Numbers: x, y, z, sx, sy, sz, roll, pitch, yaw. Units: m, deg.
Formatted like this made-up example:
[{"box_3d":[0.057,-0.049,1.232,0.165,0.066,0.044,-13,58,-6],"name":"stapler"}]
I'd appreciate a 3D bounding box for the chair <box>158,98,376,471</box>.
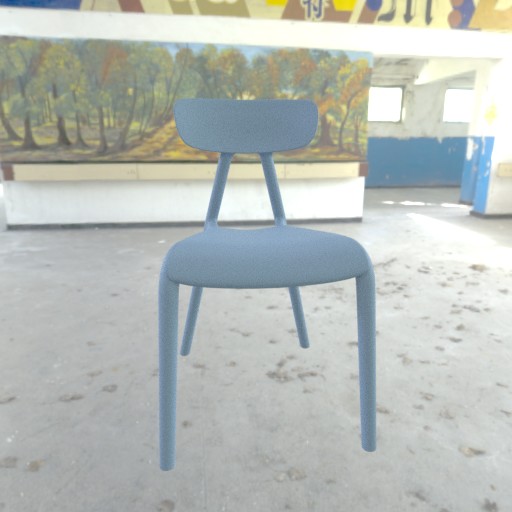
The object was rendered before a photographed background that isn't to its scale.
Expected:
[{"box_3d":[0.000,0.000,0.827,0.356,0.580,0.401,-2,15,-7],"name":"chair"}]
